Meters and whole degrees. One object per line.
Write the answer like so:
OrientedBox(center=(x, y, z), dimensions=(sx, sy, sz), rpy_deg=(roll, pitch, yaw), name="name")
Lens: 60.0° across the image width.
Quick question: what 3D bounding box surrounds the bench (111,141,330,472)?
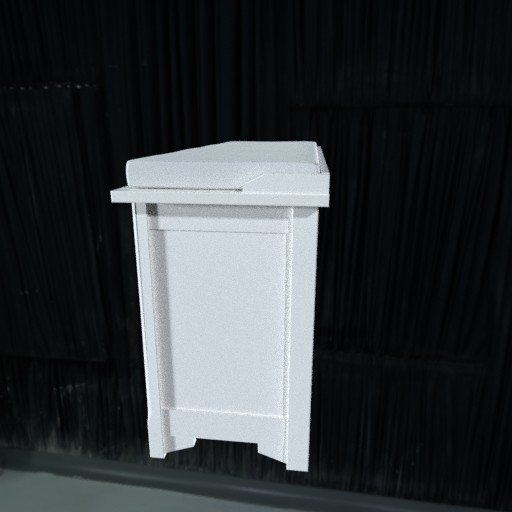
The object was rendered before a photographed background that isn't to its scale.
OrientedBox(center=(0.000, 0.000, 1.229), dimensions=(0.346, 0.589, 0.987), rpy_deg=(2, 16, 7), name="bench")
